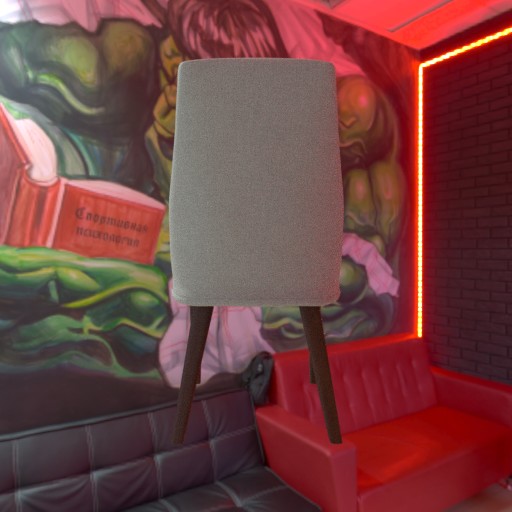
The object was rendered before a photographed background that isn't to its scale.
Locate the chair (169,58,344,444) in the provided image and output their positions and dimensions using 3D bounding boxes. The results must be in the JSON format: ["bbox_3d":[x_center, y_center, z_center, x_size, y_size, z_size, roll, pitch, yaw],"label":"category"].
[{"bbox_3d":[0.000,0.000,1.309,0.500,0.930,0.620,0,0,-1],"label":"chair"}]
